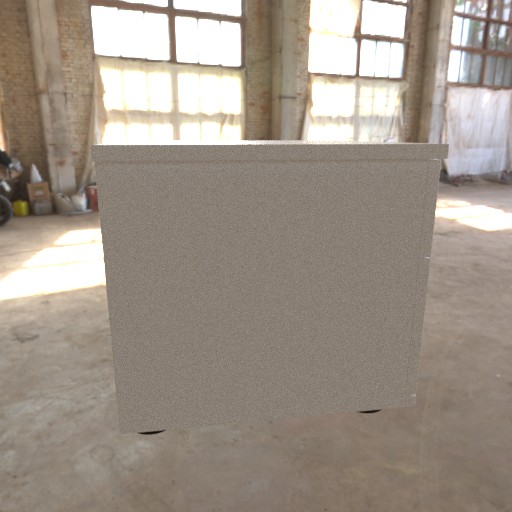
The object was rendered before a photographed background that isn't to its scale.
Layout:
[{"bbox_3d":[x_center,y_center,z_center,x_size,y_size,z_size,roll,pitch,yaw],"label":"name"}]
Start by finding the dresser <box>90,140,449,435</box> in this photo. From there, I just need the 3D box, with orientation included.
[{"bbox_3d":[0.000,0.000,0.722,0.400,0.360,0.430,-2,15,-8],"label":"dresser"}]
